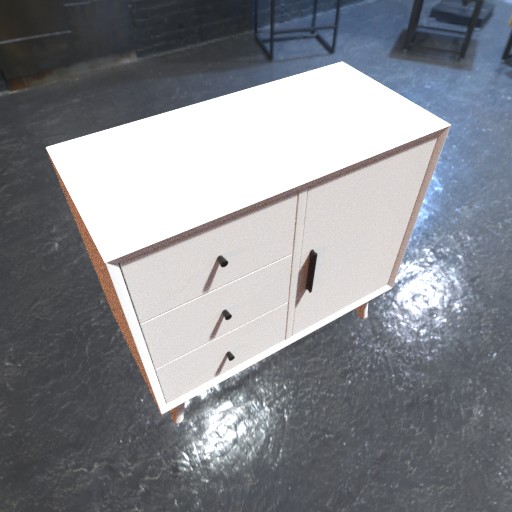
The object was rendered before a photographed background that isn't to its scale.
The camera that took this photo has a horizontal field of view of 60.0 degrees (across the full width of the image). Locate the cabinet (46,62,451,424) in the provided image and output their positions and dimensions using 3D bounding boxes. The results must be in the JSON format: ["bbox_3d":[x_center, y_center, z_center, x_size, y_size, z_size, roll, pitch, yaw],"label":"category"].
[{"bbox_3d":[0.000,0.000,1.242,0.800,0.761,0.398,-24,52,-21],"label":"cabinet"}]
